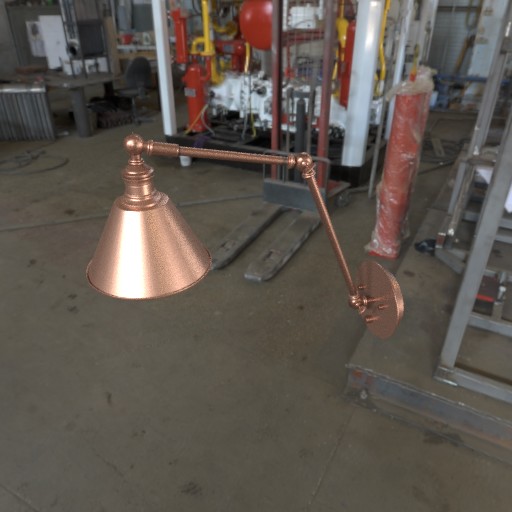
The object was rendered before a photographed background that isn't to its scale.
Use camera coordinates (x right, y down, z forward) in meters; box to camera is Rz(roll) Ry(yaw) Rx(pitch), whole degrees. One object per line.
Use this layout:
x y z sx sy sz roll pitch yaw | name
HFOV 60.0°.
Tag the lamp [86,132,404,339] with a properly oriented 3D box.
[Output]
0.000 0.000 0.867 0.624 0.502 0.223 -8 32 -14 | lamp
